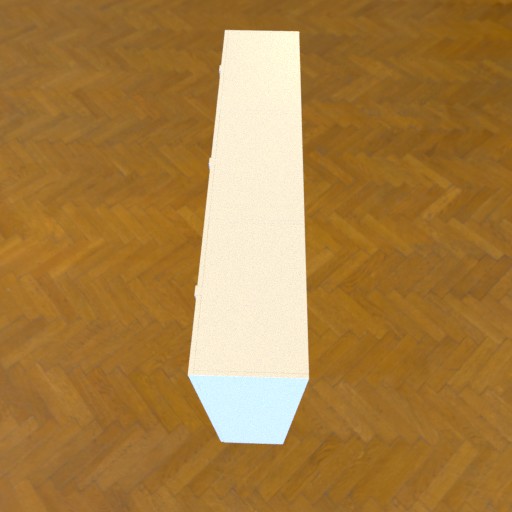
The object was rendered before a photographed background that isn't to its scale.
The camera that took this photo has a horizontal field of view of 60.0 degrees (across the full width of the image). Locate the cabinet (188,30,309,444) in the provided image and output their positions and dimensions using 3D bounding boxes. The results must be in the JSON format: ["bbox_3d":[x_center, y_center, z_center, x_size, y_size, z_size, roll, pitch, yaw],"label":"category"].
[{"bbox_3d":[0.000,0.000,3.817,0.590,2.370,2.700,2,60,1],"label":"cabinet"}]
